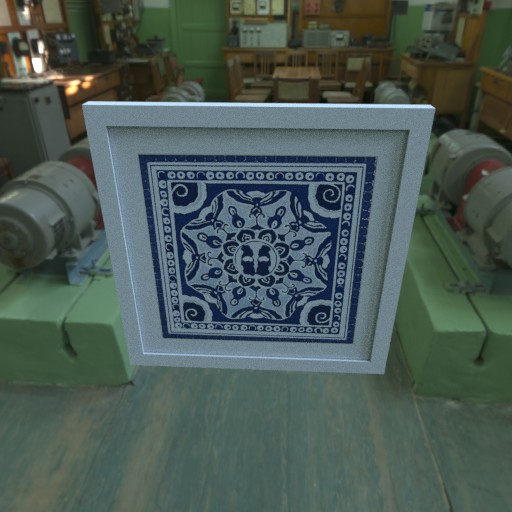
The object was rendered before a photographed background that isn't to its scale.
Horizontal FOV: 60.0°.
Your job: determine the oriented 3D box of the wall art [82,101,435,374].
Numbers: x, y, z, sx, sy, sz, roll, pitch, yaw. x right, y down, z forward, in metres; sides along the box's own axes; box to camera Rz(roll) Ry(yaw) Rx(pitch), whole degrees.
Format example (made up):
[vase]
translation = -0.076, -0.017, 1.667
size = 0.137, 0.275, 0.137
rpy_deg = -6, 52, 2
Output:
[wall art]
translation = 0.000, 0.000, 0.850
size = 0.559, 0.559, 0.028
rpy_deg = 1, 30, 3
